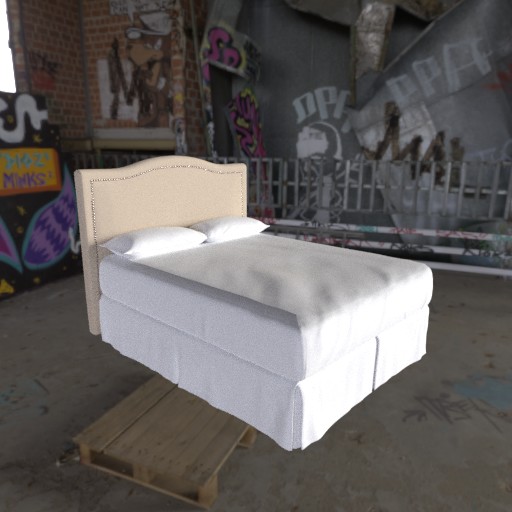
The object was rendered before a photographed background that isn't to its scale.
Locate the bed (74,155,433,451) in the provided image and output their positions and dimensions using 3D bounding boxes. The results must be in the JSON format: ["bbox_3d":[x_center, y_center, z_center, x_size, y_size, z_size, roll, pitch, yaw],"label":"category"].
[{"bbox_3d":[0.000,0.000,3.373,2.143,1.460,1.753,13,19,42],"label":"bed"}]
